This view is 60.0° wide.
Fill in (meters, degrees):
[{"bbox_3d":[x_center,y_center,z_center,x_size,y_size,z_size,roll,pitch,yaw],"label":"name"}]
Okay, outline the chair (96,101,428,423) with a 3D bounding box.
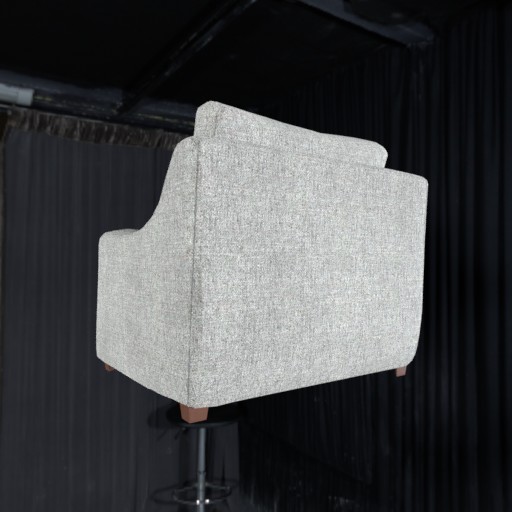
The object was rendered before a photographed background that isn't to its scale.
[{"bbox_3d":[0.000,0.000,1.969,1.138,1.037,1.009,1,-2,-35],"label":"chair"}]
